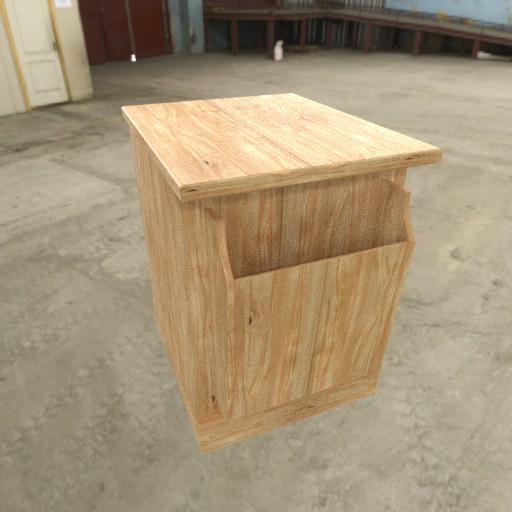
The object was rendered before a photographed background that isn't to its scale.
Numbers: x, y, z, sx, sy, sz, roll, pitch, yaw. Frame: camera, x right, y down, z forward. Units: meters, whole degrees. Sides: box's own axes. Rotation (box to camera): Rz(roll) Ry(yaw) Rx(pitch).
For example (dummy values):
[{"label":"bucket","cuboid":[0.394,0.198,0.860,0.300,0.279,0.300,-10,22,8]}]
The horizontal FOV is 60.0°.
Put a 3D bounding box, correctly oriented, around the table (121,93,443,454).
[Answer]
[{"label":"table","cuboid":[0.000,0.000,0.877,0.380,0.515,0.530,-12,32,-19]}]
